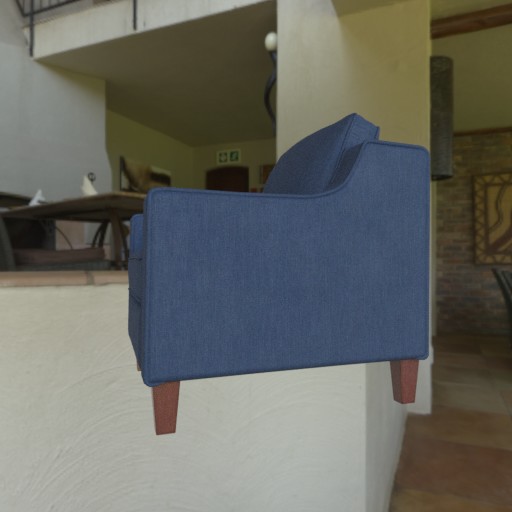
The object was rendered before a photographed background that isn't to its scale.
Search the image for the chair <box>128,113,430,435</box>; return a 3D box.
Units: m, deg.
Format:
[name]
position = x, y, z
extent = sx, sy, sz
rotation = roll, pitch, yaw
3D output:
[chair]
position = 0.000, 0.000, 1.668
extent = 0.909, 0.960, 0.831
rotation = 0, 0, -19
